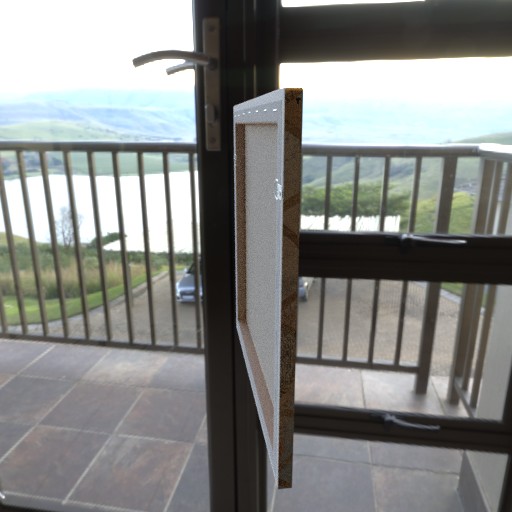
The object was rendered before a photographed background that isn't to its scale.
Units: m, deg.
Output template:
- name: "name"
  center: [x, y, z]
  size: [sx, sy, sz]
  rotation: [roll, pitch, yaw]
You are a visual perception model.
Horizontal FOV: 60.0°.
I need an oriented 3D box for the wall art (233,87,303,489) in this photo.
- name: "wall art"
  center: [0.000, 0.000, 1.372]
  size: [0.039, 0.914, 0.912]
  rotation: [-2, 17, -8]
